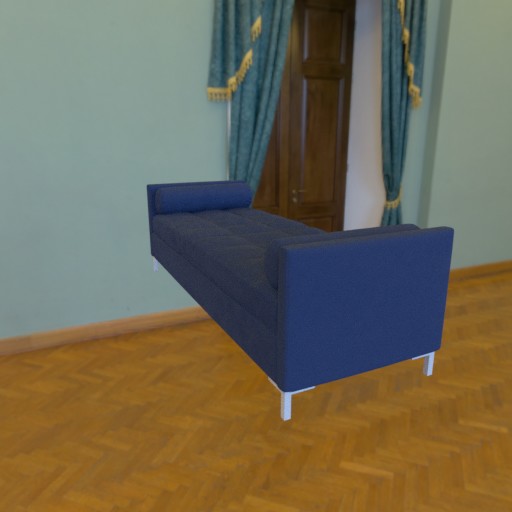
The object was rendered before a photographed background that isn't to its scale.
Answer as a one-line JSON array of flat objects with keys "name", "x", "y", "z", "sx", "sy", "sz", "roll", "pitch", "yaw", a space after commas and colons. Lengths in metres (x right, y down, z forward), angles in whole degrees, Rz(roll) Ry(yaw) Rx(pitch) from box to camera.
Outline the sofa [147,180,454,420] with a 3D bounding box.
[{"name": "sofa", "x": 0.000, "y": 0.000, "z": 2.579, "sx": 0.797, "sy": 0.657, "sz": 2.102, "roll": -7, "pitch": 17, "yaw": -25}]
